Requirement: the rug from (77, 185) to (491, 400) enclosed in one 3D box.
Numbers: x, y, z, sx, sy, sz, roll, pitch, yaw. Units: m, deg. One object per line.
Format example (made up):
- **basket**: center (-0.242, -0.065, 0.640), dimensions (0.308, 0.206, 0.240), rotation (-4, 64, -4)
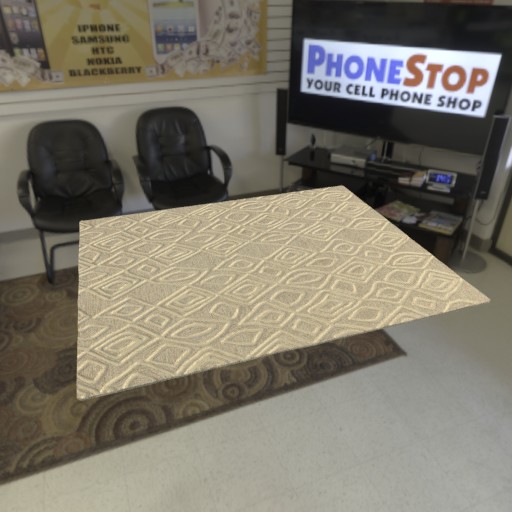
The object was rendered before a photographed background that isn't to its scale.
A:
- **rug**: center (0.000, 0.000, 4.012), dimensions (3.049, 0.025, 2.449), rotation (-10, 33, -16)
